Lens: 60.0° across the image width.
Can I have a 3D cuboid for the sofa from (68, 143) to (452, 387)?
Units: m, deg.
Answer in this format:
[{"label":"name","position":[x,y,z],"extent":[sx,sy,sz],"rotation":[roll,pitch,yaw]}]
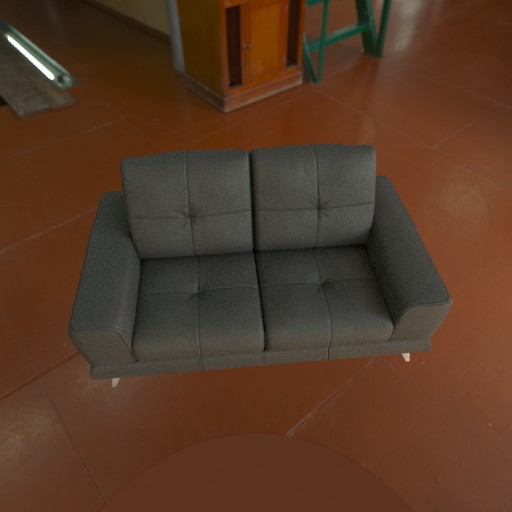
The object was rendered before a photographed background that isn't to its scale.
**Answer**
[{"label":"sofa","position":[0.000,0.000,2.404],"extent":[1.806,0.907,1.018],"rotation":[-4,47,-4]}]
